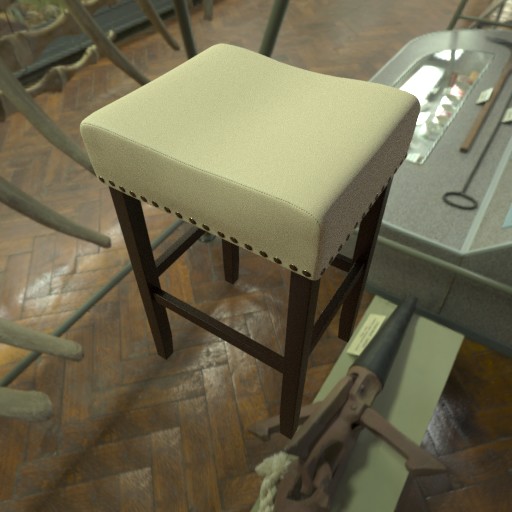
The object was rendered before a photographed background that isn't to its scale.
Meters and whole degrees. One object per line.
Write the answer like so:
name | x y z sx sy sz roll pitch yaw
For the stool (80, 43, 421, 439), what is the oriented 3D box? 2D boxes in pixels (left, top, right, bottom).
stool | 0.000 0.000 1.036 0.471 0.762 0.401 25 51 22
